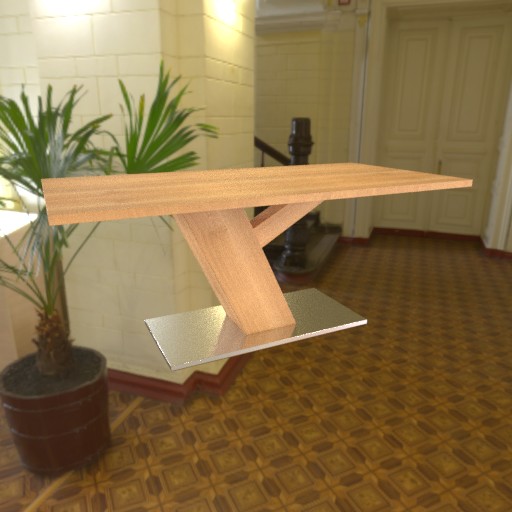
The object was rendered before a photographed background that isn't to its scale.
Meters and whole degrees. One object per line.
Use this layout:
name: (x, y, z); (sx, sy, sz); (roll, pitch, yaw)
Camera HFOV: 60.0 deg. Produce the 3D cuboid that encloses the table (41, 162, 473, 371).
table: (0.000, 0.000, 2.179); (1.800, 0.750, 0.900); (-8, 19, -25)
